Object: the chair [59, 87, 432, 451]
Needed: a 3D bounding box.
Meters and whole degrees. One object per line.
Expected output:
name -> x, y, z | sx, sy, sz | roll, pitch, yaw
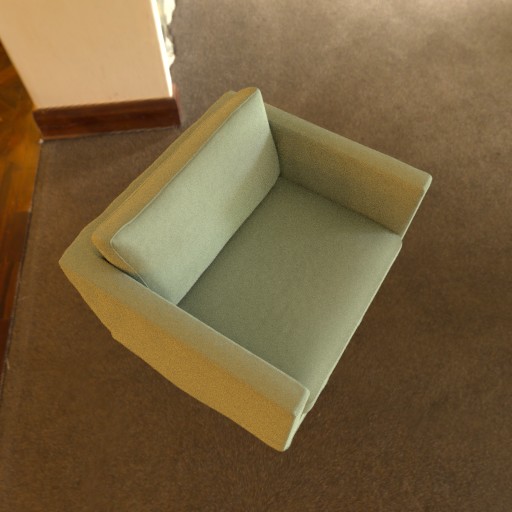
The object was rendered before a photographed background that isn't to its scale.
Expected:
chair -> 0.000, 0.000, 1.777 | 0.949, 0.863, 1.057 | 29, 63, 16
